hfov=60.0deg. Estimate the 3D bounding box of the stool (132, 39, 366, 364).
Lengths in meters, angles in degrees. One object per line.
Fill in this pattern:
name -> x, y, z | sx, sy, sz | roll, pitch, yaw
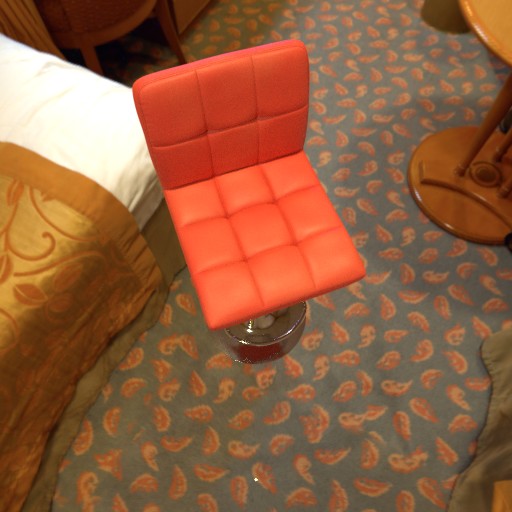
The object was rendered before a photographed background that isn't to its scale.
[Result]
stool -> 0.000, 0.000, 1.387 | 0.430, 1.115, 0.505 | -18, 65, -9
